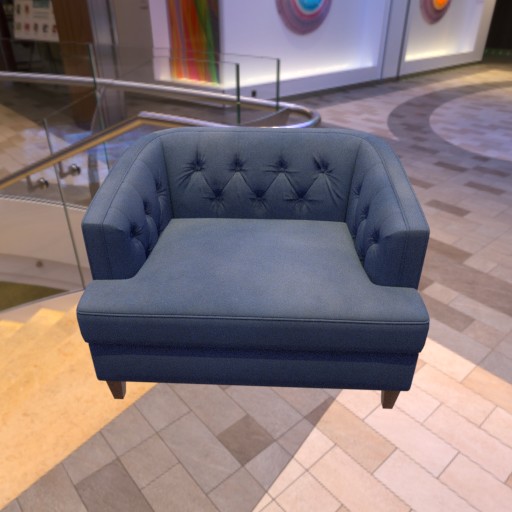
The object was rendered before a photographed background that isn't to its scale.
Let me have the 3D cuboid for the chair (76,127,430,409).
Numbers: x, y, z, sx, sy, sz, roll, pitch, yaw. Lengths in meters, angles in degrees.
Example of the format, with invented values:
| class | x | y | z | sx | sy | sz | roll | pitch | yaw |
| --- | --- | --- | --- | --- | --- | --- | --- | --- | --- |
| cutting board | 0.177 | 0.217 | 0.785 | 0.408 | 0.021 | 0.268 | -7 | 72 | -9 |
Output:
| class | x | y | z | sx | sy | sz | roll | pitch | yaw |
| --- | --- | --- | --- | --- | --- | --- | --- | --- | --- |
| chair | 0.000 | 0.000 | 1.757 | 1.118 | 0.787 | 0.914 | 1 | 31 | 2 |
